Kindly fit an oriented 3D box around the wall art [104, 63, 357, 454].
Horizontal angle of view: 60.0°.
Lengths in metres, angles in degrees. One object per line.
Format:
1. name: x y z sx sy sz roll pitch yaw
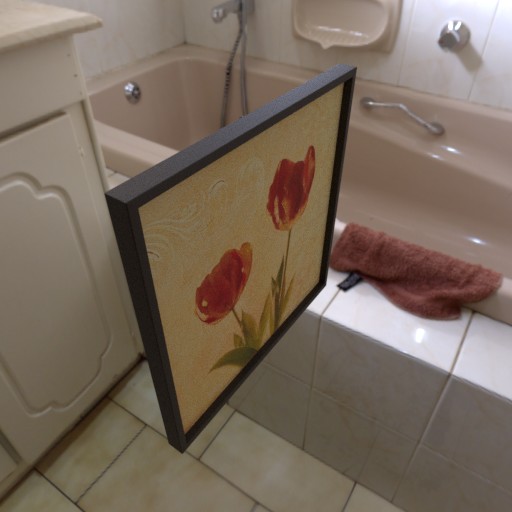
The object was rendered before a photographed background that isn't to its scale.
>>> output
1. wall art: 0.000 0.000 0.523 0.038 0.349 0.349 25 46 26
